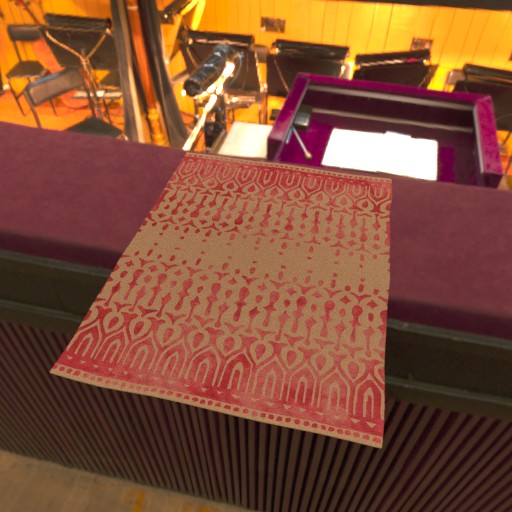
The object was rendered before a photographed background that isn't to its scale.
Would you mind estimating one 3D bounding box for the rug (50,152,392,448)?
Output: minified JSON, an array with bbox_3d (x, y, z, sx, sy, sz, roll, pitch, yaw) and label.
[{"bbox_3d":[0.000,0.000,4.129,2.441,0.016,3.095,9,46,9],"label":"rug"}]
